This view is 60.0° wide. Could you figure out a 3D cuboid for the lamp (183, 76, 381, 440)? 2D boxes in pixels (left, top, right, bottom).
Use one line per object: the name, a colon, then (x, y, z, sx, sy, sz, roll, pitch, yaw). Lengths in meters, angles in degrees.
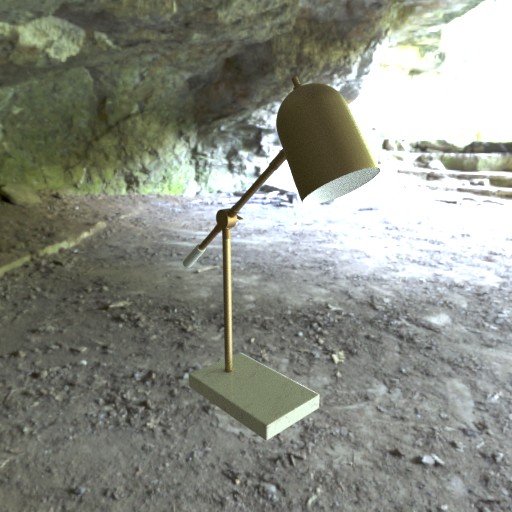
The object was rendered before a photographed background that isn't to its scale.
lamp: (0.000, 0.000, 0.819, 0.144, 0.603, 0.471, -14, 20, -41)
